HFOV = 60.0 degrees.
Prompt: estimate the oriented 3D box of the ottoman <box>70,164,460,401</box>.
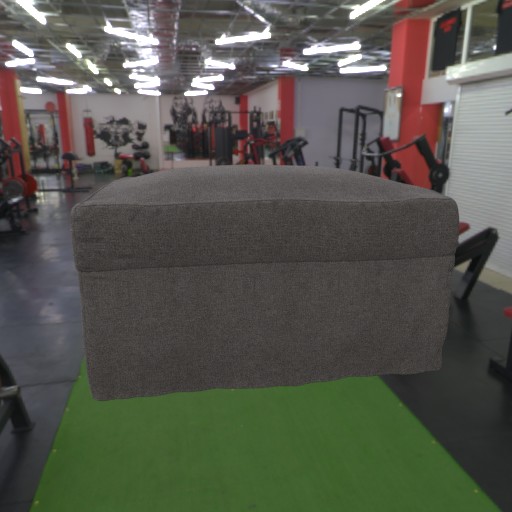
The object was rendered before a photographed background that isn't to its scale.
[{"bbox_3d":[0.000,0.000,1.252,0.833,0.492,0.652,-2,15,-9],"label":"ottoman"}]
